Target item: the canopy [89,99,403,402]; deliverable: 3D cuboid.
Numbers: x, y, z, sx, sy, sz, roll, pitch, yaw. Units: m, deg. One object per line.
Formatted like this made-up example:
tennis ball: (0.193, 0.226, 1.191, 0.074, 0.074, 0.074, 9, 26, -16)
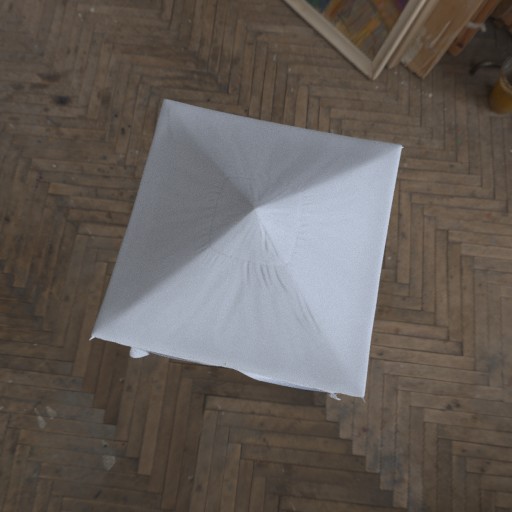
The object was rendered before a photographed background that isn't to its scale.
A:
canopy: (0.000, 0.000, 5.564, 3.043, 2.997, 3.121, 12, 76, 3)
